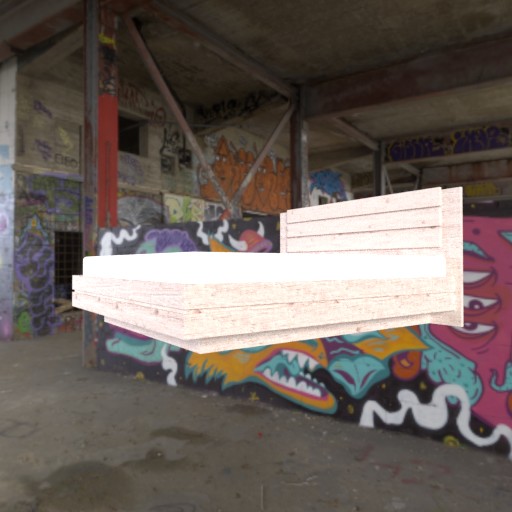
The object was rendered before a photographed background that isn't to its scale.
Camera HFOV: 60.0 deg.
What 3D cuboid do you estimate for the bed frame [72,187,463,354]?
[{"bbox_3d":[0.000,0.000,3.210,2.080,0.970,1.950,1,-1,-36],"label":"bed frame"}]
